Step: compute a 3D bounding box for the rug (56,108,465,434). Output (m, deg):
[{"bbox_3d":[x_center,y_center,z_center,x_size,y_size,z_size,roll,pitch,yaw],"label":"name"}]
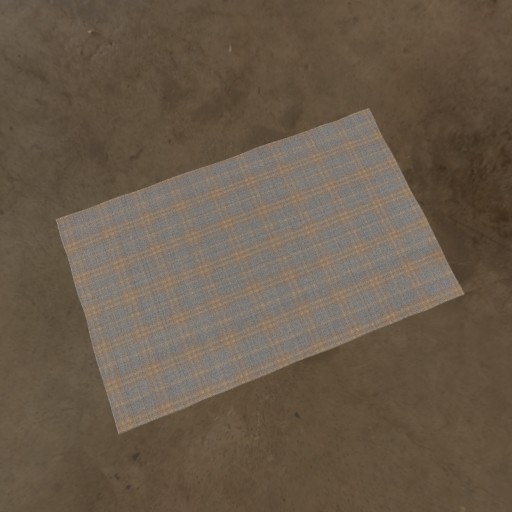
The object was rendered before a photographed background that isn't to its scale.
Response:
[{"bbox_3d":[0.000,0.000,3.082,2.460,0.016,1.545,-21,76,-5],"label":"rug"}]
